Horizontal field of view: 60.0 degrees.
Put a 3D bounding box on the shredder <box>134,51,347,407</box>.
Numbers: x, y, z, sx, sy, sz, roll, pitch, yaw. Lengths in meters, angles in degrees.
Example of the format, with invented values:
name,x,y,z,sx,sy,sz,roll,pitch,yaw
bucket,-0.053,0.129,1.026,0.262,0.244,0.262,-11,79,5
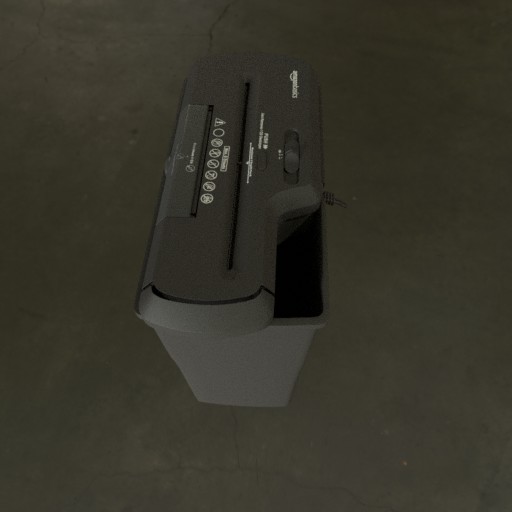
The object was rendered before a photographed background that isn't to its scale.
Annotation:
name,x,y,z,sx,sy,sz,roll,pitch,yaw
shredder,0.000,0.000,0.521,0.170,0.335,0.320,3,58,2
